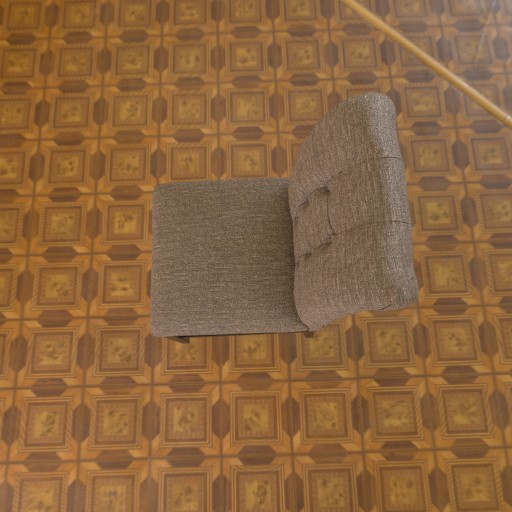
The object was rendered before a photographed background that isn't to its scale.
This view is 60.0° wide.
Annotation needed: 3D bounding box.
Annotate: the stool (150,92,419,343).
[{"bbox_3d":[0.000,0.000,1.314,0.611,0.970,0.457,-2,76,-1],"label":"stool"}]
